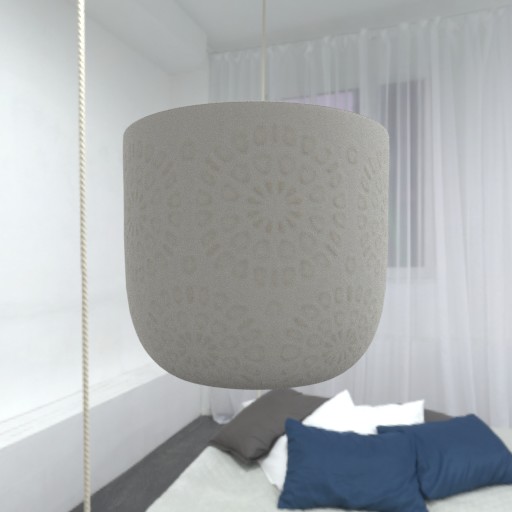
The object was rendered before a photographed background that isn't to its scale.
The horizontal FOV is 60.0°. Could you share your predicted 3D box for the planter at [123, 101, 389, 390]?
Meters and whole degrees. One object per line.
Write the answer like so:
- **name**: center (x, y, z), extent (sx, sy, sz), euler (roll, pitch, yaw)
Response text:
- **planter**: center (0.000, 0.000, 0.216), extent (0.124, 0.109, 0.124), euler (0, 0, 0)
